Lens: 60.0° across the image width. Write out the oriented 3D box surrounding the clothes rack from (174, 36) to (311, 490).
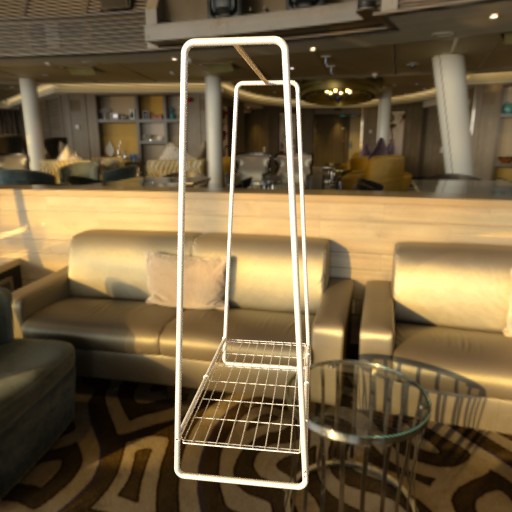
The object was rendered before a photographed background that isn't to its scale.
[{"bbox_3d":[0.000,0.000,1.865,0.495,1.500,0.900,2,14,7],"label":"clothes rack"}]
